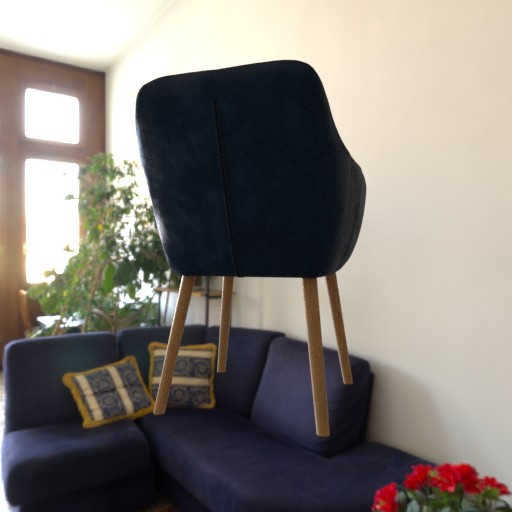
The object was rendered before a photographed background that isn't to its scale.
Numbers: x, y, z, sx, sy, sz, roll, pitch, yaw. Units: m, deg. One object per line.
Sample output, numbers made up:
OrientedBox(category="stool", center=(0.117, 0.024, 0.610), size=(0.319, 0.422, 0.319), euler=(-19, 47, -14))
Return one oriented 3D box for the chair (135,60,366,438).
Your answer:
OrientedBox(category="chair", center=(0.000, 0.000, 1.231), size=(0.578, 0.826, 0.573), euler=(0, 0, 19))
